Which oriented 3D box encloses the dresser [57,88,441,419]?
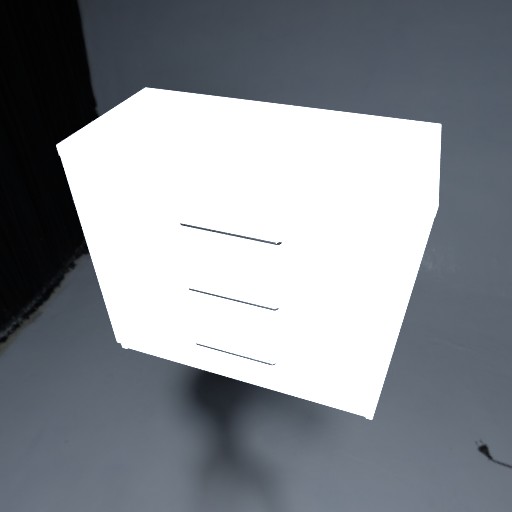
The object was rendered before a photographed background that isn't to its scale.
[{"bbox_3d":[0.000,0.000,1.285,0.830,0.740,0.420,12,41,14],"label":"dresser"}]
